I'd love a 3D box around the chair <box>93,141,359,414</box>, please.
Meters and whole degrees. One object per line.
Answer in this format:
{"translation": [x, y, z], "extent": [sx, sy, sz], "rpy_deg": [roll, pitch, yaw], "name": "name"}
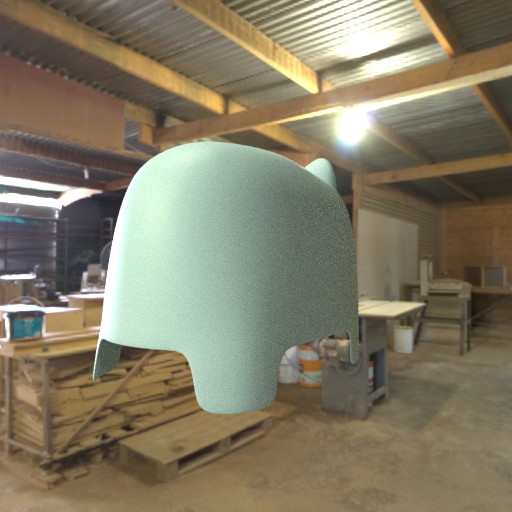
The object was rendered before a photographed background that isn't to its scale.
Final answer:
{"translation": [0.000, 0.000, 0.880], "extent": [0.364, 0.423, 0.619], "rpy_deg": [-1, -1, 36], "name": "chair"}
